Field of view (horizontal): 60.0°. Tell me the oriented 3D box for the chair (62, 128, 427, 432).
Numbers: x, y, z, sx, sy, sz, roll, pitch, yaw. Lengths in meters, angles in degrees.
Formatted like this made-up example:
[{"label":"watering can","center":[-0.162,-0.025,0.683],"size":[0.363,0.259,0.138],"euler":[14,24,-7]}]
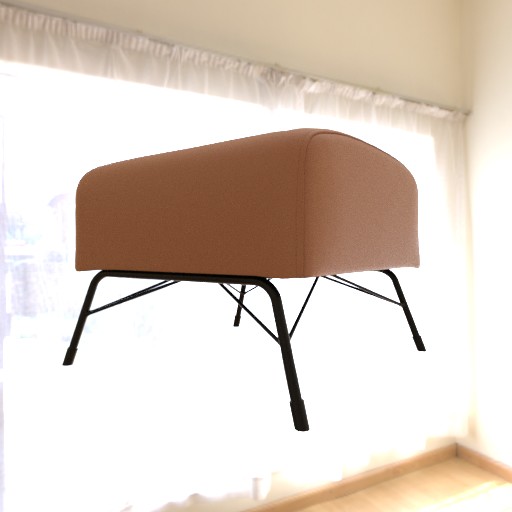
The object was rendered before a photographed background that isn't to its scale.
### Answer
[{"label":"chair","center":[0.000,0.000,0.893],"size":[0.530,0.410,0.530],"euler":[1,1,36]}]
